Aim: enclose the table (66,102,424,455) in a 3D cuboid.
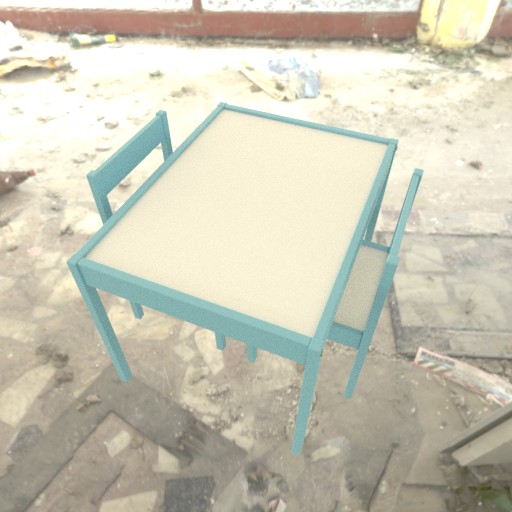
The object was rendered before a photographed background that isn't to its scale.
[{"bbox_3d":[0.000,0.000,1.089,0.633,0.503,0.639,17,49,15],"label":"table"}]
